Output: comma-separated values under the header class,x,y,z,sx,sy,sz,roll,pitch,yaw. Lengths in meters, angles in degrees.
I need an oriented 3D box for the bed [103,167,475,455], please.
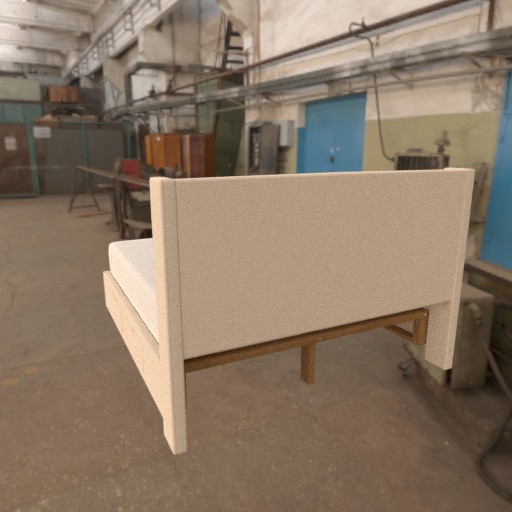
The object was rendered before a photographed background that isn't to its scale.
class,x,y,z,sx,sy,sz,roll,pitch,yaw
bed,0.000,0.000,3.651,2.145,1.471,2.293,-7,16,-26
